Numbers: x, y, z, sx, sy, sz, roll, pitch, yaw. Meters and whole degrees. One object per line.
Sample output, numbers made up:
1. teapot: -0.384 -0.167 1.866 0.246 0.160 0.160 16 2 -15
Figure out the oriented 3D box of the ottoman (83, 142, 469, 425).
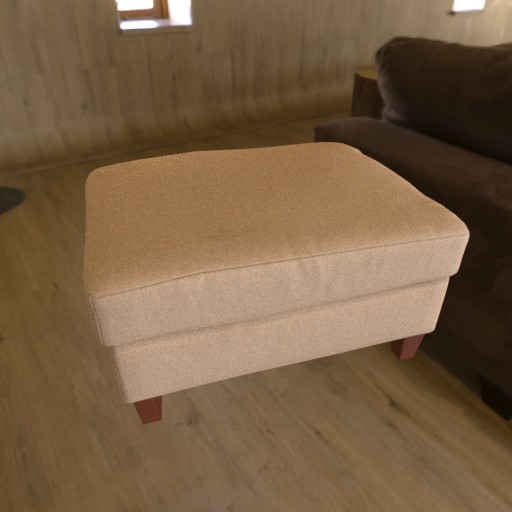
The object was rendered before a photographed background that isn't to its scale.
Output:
1. ottoman: 0.000 0.000 1.318 0.902 0.511 0.692 -9 34 -15
